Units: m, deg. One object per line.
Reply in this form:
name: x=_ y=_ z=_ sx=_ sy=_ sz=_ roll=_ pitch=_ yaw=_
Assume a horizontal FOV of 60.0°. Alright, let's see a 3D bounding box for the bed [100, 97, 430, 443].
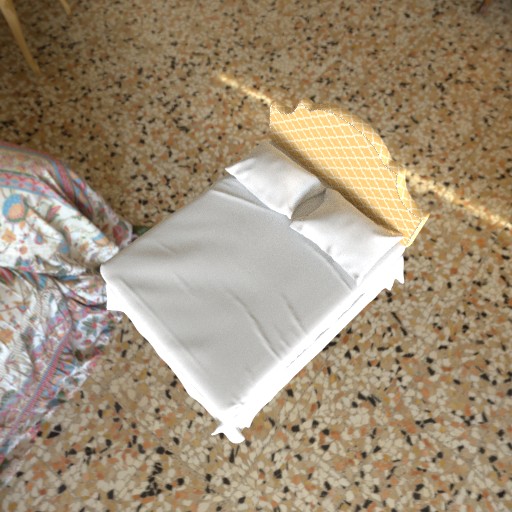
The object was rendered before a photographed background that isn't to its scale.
bed: x=0.000 y=0.000 z=3.495 sx=2.222 sy=1.633 sz=1.780 roll=-40 pitch=69 yaw=-19
